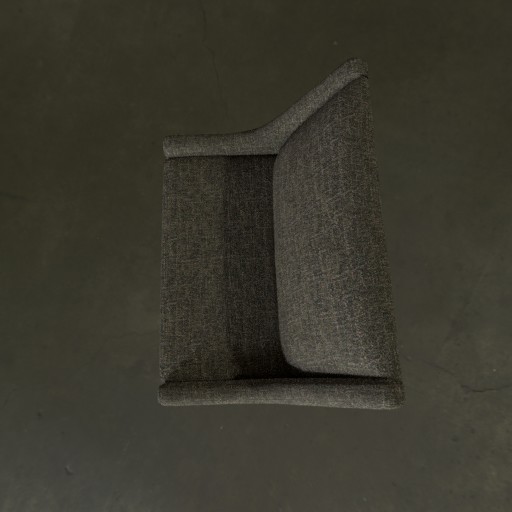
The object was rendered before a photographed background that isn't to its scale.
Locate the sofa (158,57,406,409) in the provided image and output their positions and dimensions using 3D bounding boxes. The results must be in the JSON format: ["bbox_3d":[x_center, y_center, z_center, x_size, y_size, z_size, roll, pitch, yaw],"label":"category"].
[{"bbox_3d":[0.000,0.000,1.935,0.870,1.021,1.242,-2,75,0],"label":"sofa"}]
